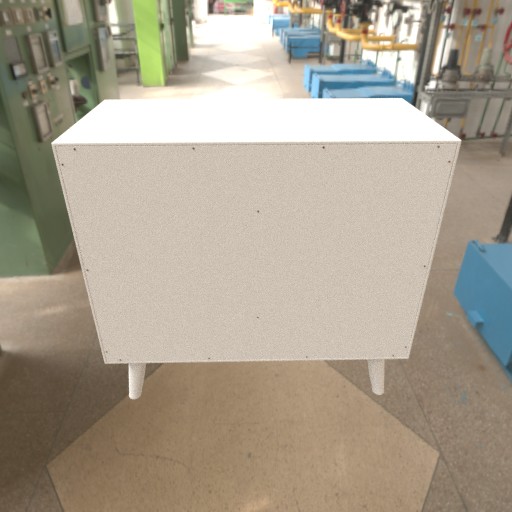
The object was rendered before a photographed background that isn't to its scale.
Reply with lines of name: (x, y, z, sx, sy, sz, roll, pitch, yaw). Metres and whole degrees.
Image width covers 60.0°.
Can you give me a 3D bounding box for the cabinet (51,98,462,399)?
cabinet: (0.000, 0.000, 1.229, 0.800, 0.761, 0.398, -1, 31, -1)
